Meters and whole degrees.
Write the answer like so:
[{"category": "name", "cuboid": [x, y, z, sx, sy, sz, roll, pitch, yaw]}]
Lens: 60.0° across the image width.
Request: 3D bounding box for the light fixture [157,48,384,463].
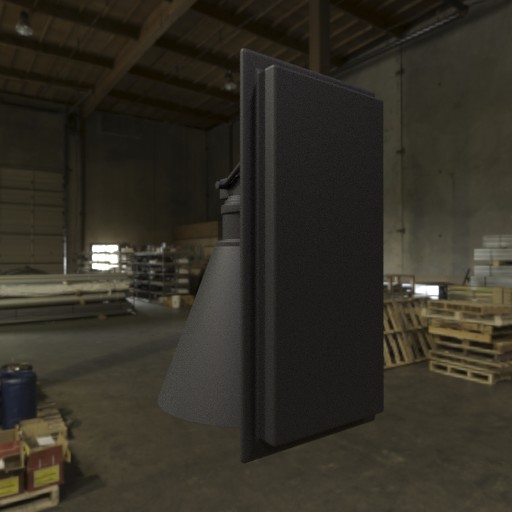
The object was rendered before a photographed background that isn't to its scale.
[{"category": "light fixture", "cuboid": [0.000, 0.000, 0.427, 0.170, 0.298, 0.207, 0, 0, -36]}]
